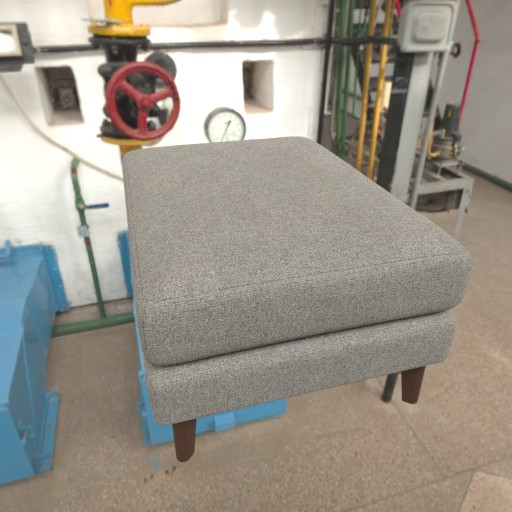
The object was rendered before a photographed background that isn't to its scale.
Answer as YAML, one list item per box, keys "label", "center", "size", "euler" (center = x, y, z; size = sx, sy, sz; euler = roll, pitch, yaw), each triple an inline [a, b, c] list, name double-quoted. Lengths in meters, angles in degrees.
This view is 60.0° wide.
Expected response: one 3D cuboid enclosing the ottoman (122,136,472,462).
- label: "ottoman"
  center: [0.000, 0.000, 1.147]
  size: [0.611, 0.441, 0.821]
  euler: [-8, 31, -14]
